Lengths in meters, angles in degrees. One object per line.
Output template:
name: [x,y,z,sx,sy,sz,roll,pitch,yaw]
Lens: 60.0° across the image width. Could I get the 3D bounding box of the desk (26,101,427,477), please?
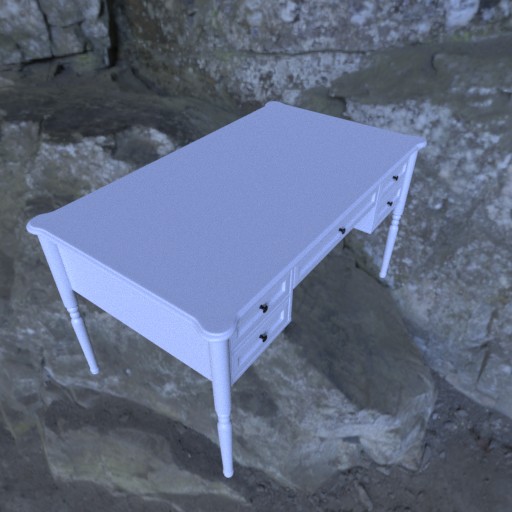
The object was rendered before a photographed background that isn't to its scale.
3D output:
desk: [0.000,0.000,1.849,0.807,0.762,1.380,25,45,28]
